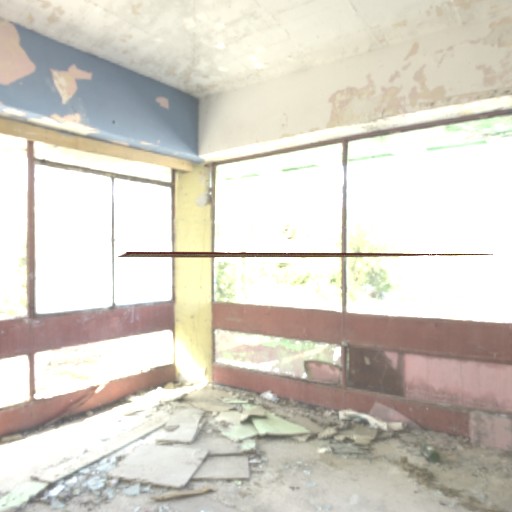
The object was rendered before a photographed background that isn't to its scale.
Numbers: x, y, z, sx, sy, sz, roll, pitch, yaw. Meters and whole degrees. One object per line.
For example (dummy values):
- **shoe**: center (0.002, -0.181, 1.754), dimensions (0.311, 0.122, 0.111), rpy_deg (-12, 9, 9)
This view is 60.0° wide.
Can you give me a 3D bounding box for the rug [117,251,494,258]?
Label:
- **rug**: center (0.000, 0.000, 4.059), dimensions (2.387, 0.013, 3.053), rpy_deg (0, -1, -18)
